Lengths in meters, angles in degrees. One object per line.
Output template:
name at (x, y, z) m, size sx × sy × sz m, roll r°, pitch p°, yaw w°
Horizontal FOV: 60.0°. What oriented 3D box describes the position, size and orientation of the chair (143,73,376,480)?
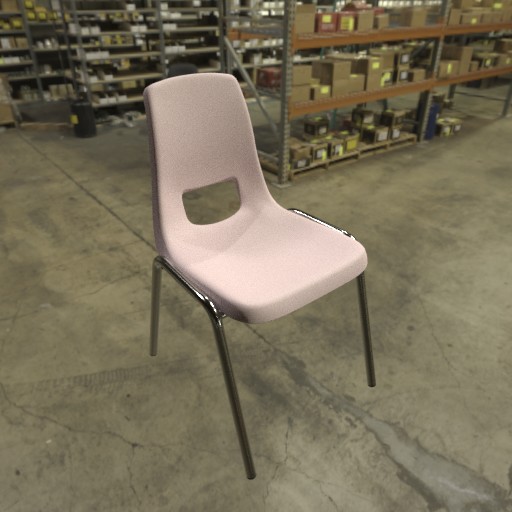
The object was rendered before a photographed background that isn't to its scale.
chair at (0.000, 0.000, 0.914) m, size 0.381 × 0.653 × 0.436 m, roll -23°, pitch 38°, yaw -33°
